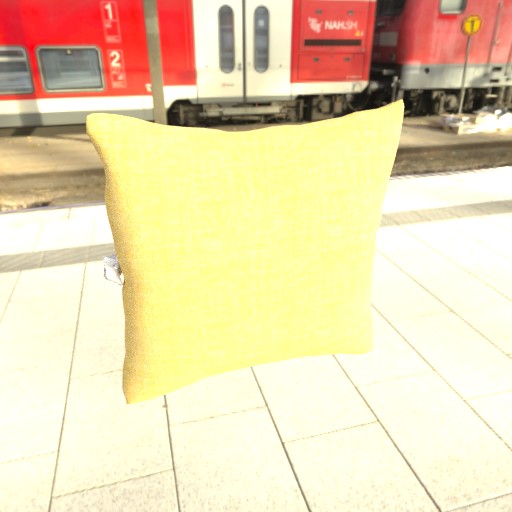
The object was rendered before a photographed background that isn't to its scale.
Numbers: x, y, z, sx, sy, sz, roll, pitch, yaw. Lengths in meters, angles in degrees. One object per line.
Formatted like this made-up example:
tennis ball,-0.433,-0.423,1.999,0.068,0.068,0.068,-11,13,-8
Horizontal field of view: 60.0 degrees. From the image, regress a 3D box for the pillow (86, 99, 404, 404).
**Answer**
pillow,0.000,0.000,0.738,0.485,0.481,0.167,-8,27,-16
